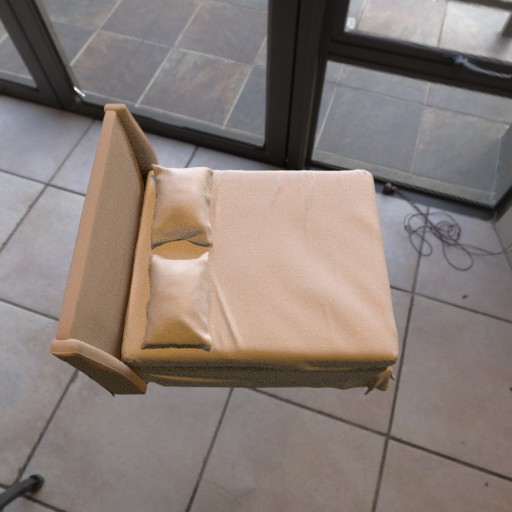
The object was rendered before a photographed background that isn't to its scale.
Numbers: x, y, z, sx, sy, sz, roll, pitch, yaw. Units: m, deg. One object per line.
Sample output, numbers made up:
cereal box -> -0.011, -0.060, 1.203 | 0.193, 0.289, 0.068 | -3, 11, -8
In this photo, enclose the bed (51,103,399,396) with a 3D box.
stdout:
bed -> 0.000, 0.000, 3.433 | 2.276, 1.332, 1.925 | 0, 62, 0
